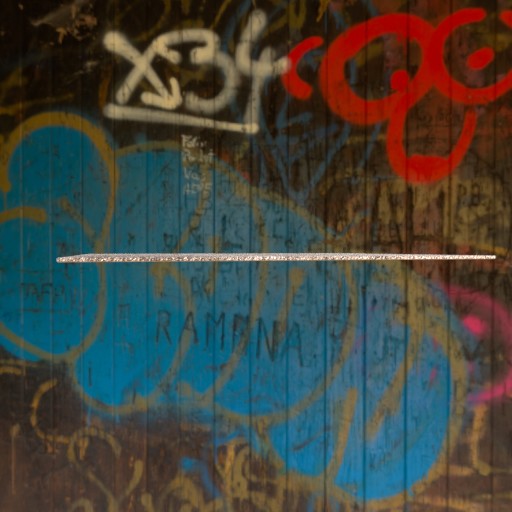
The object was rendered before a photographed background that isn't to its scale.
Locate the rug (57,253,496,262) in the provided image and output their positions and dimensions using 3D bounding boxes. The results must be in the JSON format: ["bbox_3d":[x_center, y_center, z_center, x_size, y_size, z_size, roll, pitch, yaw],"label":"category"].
[{"bbox_3d":[0.000,0.000,3.996,3.000,0.025,2.401,0,1,-17],"label":"rug"}]
